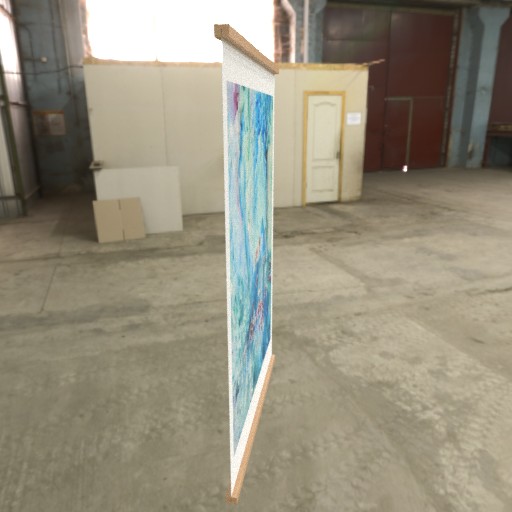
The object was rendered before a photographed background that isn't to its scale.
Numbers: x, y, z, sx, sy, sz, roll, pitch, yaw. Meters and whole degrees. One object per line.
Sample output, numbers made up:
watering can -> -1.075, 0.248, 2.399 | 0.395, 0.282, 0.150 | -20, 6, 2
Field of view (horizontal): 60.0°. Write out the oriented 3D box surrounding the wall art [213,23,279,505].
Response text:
wall art -> 0.000, 0.000, 0.725 | 0.016, 0.611, 0.401 | 3, 17, 10
